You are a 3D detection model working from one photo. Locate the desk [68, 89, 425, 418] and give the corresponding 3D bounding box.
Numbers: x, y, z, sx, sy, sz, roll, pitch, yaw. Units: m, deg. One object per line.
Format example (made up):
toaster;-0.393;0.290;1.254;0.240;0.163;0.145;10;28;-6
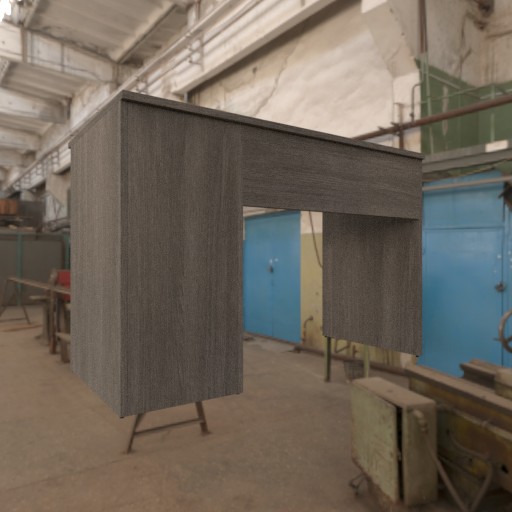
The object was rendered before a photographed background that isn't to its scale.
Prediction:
desk;0.000;0.000;1.519;1.097;0.735;0.560;0;0;-34
